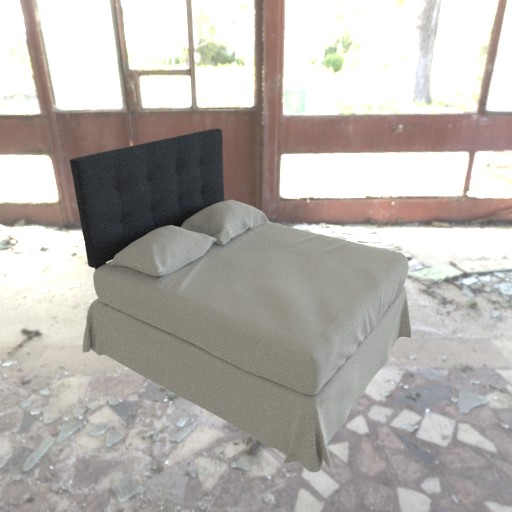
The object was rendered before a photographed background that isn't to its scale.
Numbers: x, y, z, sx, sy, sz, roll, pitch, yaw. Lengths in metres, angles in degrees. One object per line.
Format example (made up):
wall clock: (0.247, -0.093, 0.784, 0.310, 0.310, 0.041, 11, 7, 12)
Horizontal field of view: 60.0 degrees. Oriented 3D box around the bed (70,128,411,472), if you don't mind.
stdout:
bed: (0.000, 0.000, 3.490, 2.222, 1.577, 1.936, 16, 30, 31)
